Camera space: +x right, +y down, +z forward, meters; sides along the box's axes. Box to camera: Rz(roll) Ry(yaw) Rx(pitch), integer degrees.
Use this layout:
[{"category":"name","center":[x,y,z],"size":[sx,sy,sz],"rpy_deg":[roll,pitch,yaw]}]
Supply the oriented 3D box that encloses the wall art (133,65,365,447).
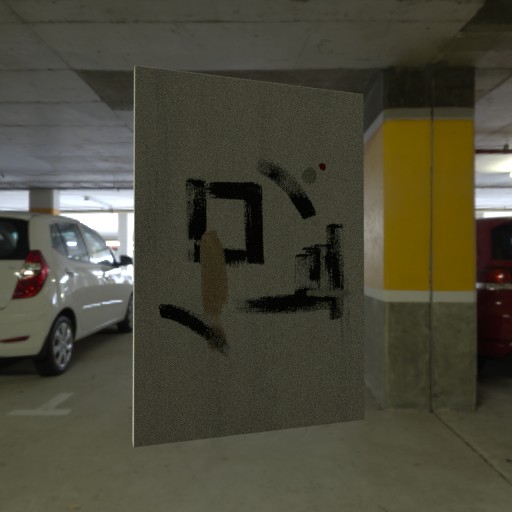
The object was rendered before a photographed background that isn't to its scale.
[{"category":"wall art","center":[0.000,0.000,1.173],"size":[0.624,0.914,0.043],"rpy_deg":[0,-1,-17]}]
